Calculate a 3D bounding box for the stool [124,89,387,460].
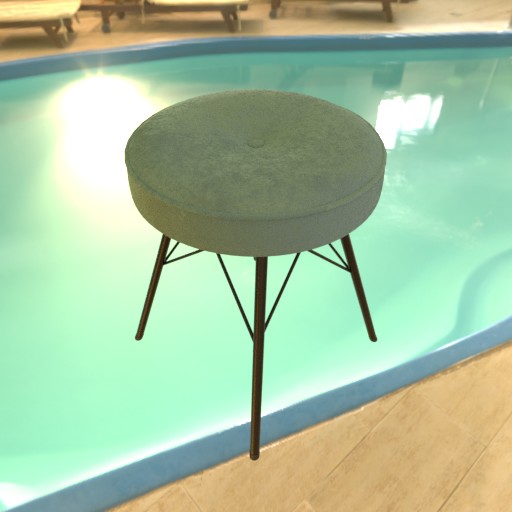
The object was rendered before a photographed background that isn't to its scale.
[{"bbox_3d":[0.000,0.000,0.860,0.458,0.519,0.457,-26,48,-26],"label":"stool"}]
